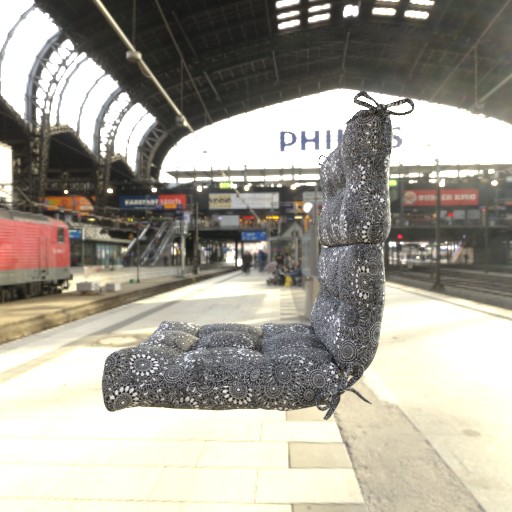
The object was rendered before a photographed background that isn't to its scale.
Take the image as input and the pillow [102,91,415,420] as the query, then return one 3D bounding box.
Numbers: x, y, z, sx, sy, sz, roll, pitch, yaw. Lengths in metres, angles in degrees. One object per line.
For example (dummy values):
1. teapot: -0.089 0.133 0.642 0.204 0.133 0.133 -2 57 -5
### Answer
1. pillow: 0.000 0.000 1.022 0.571 0.605 0.519 0 0 1
